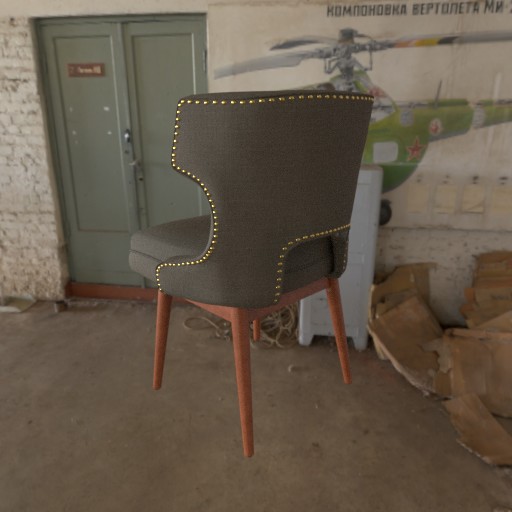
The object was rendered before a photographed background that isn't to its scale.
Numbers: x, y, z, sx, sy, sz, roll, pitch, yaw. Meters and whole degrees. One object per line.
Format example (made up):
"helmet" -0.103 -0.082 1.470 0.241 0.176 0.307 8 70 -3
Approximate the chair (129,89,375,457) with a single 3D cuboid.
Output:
"chair" 0.000 0.000 1.259 0.581 0.863 0.595 16 24 42
